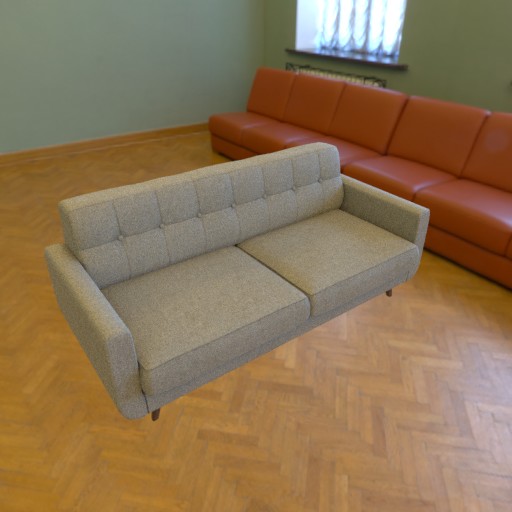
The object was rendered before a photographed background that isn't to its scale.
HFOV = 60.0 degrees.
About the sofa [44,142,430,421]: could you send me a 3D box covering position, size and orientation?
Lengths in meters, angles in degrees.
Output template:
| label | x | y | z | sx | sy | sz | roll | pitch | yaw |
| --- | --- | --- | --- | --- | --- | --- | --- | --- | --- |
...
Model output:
| label | x | y | z | sx | sy | sz | roll | pitch | yaw |
| --- | --- | --- | --- | --- | --- | --- | --- | --- | --- |
| sofa | 0.000 | 0.000 | 2.575 | 2.055 | 0.873 | 0.968 | -20 | 36 | -31 |
